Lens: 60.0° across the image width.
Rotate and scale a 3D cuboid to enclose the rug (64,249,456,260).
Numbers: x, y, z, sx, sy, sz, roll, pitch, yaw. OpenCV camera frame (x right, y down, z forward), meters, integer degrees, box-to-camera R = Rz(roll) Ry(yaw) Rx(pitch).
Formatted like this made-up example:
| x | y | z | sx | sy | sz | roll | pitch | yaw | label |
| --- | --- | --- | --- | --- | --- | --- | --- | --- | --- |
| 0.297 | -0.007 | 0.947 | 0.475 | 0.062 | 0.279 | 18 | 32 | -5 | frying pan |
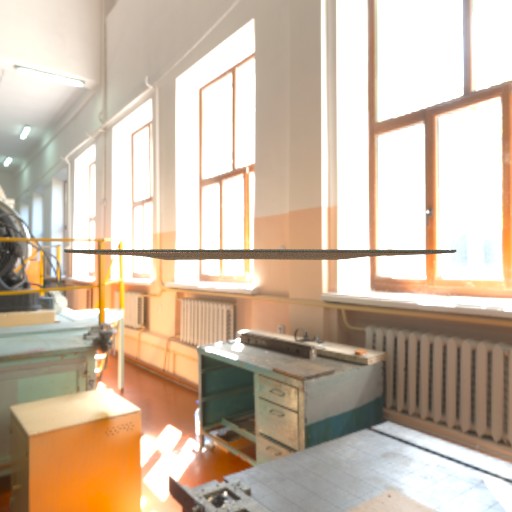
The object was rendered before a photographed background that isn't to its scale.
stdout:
| x | y | z | sx | sy | sz | roll | pitch | yaw | label |
| --- | --- | --- | --- | --- | --- | --- | --- | --- | --- |
| 0.000 | 0.000 | 2.933 | 1.593 | 0.029 | 2.305 | 0 | -1 | -1 | rug |
